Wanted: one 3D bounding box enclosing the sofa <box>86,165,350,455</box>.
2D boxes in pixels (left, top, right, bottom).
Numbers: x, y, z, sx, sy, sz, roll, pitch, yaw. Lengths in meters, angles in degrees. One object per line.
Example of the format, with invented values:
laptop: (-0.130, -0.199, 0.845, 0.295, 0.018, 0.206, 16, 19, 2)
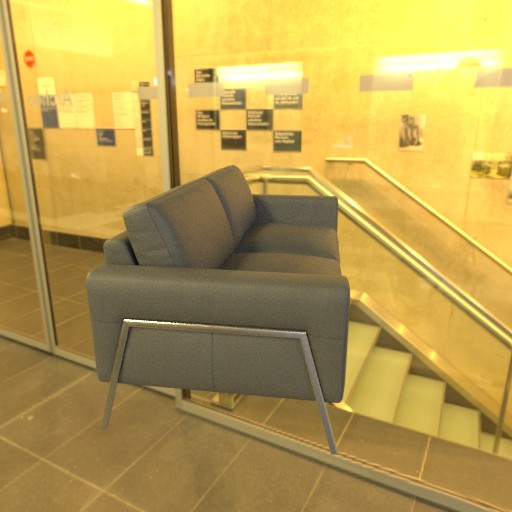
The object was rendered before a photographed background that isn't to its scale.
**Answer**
sofa: (0.000, 0.000, 2.510, 0.953, 0.875, 2.017, 3, 17, 8)
